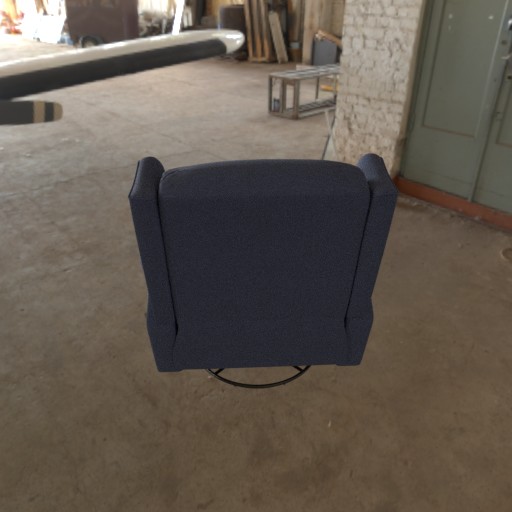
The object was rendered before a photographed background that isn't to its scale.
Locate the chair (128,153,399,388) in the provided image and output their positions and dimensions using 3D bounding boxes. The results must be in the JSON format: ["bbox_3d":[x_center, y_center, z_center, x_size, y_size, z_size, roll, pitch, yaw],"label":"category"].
[{"bbox_3d":[0.000,0.000,1.812,0.971,1.020,0.877,-1,30,-2],"label":"chair"}]
